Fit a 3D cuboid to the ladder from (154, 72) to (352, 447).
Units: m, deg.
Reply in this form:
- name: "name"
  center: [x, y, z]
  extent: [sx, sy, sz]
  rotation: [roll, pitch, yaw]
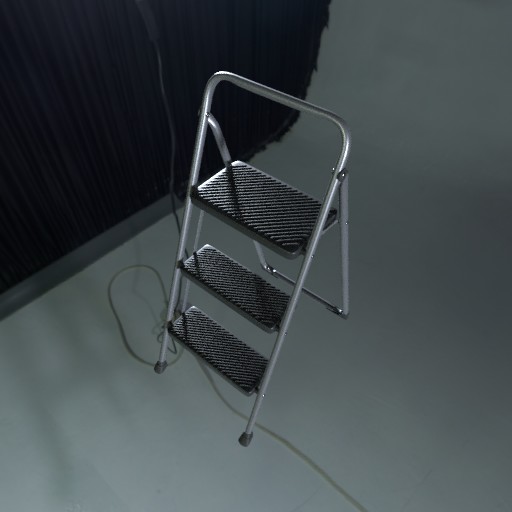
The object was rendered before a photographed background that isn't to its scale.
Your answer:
- name: "ladder"
  center: [0.000, 0.000, 1.284]
  extent: [0.430, 0.945, 0.629]
  rotation: [31, 55, 25]
